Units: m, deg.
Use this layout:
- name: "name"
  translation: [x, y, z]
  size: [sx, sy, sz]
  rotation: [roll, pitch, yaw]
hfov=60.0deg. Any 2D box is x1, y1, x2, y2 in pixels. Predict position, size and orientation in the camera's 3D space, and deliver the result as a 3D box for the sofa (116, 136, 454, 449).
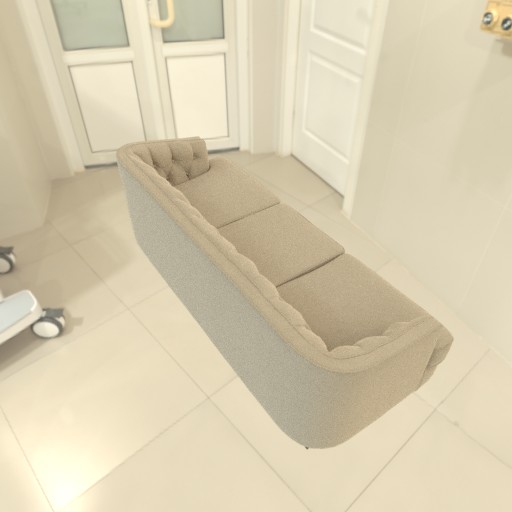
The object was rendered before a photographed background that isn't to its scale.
- name: "sofa"
  translation: [0.000, 0.000, 2.759]
  size: [0.941, 0.855, 2.278]
  rotation: [-25, 47, -25]
